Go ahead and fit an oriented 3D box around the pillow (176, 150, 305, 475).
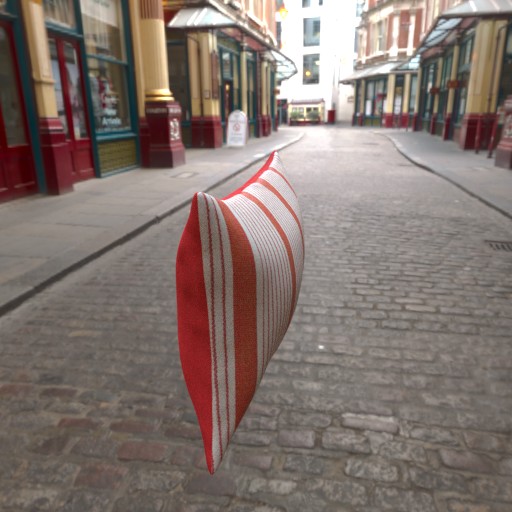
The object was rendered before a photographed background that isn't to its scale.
[{"bbox_3d":[0.000,0.000,0.706,0.151,0.297,0.608,3,17,8],"label":"pillow"}]
